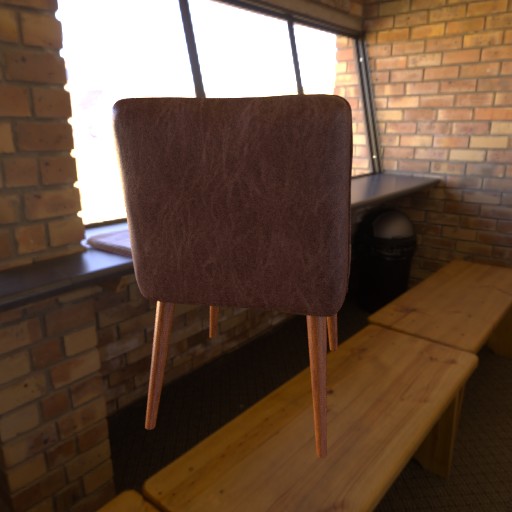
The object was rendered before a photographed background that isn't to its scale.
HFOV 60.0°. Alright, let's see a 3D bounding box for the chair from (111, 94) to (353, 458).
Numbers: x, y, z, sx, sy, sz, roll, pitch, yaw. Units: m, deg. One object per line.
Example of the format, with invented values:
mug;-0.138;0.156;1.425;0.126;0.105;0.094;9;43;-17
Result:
chair;0.000;0.000;1.223;0.543;0.803;0.645;2;17;8
